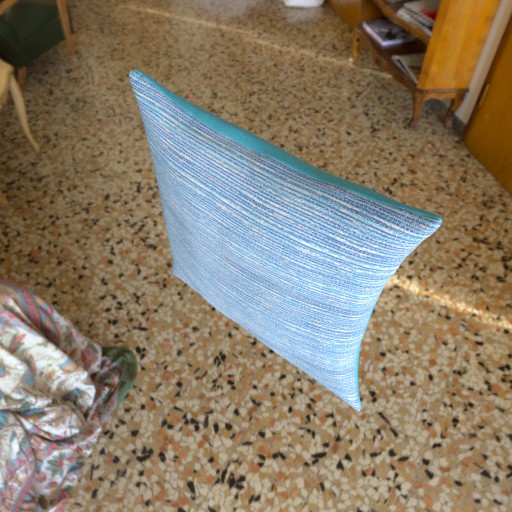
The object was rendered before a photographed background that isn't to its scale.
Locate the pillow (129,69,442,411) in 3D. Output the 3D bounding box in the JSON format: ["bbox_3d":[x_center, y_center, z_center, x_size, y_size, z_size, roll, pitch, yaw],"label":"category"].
[{"bbox_3d":[0.000,0.000,0.756,0.514,0.497,0.150,33,56,26],"label":"pillow"}]
